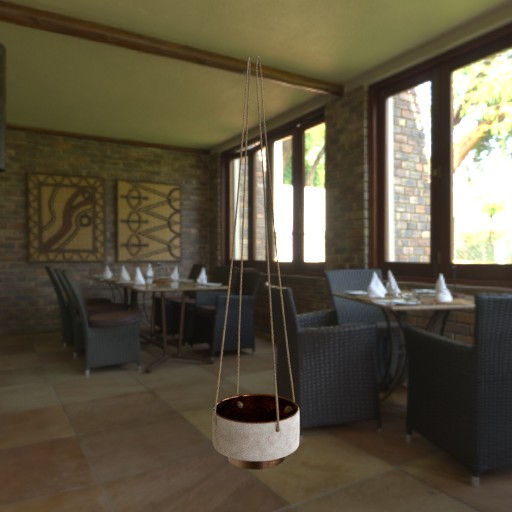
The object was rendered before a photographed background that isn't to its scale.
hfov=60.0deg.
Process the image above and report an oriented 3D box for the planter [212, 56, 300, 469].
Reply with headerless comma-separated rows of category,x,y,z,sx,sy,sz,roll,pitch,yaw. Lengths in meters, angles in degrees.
planter,0.000,0.000,1.143,0.223,1.030,0.223,0,0,18
